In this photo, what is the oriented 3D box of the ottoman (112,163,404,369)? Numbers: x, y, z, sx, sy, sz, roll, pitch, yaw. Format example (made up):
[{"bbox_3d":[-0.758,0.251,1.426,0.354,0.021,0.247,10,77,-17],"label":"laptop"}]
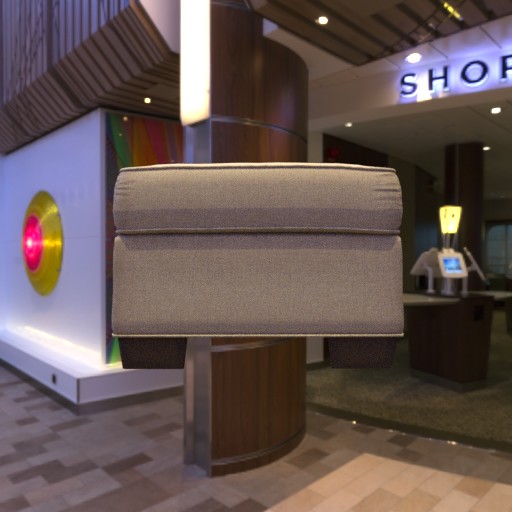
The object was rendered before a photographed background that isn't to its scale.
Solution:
[{"bbox_3d":[0.000,0.000,1.457,0.617,0.461,1.097,0,1,0],"label":"ottoman"}]
